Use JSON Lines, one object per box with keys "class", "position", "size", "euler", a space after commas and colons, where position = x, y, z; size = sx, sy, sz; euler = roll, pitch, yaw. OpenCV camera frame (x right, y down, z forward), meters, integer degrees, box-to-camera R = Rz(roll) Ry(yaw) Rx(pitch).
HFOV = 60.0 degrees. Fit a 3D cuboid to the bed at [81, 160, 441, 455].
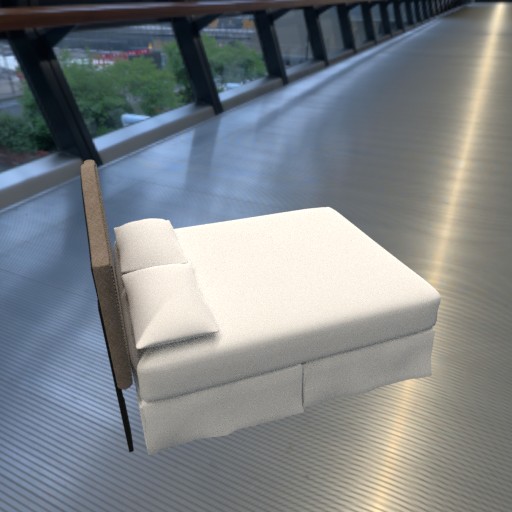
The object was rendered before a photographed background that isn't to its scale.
{"class": "bed", "position": [0.000, 0.000, 3.207], "size": [2.153, 1.518, 1.713], "euler": [-10, 31, -17]}
